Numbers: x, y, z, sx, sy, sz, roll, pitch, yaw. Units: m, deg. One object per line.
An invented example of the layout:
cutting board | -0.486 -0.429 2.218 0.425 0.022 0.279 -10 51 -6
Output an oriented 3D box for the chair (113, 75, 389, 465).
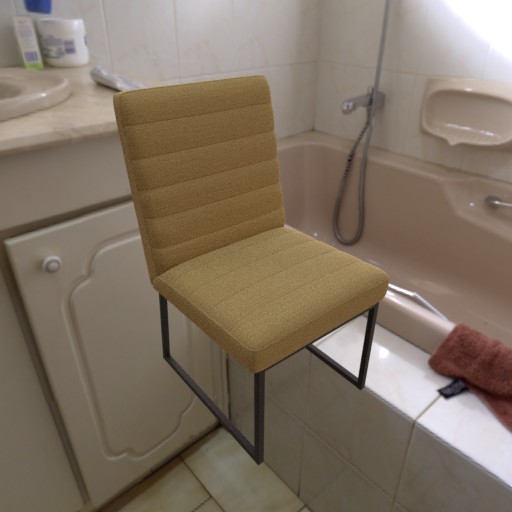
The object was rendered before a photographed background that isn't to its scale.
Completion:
chair | 0.000 0.000 1.342 0.520 0.930 0.634 -22 37 -33
